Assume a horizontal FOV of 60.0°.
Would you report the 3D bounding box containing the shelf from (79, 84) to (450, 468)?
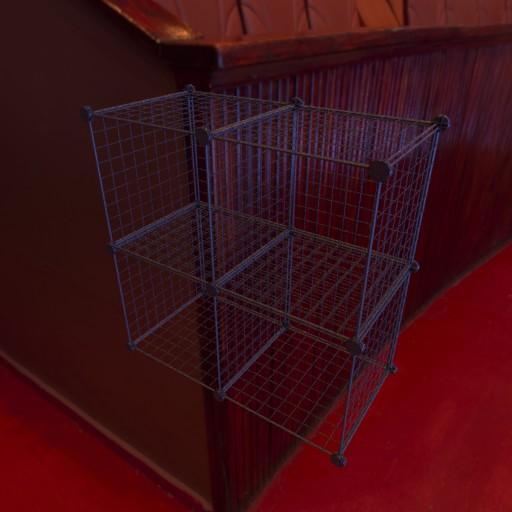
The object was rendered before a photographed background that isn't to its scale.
[{"bbox_3d":[0.000,0.000,1.115,0.711,0.711,0.356,19,35,29],"label":"shelf"}]
